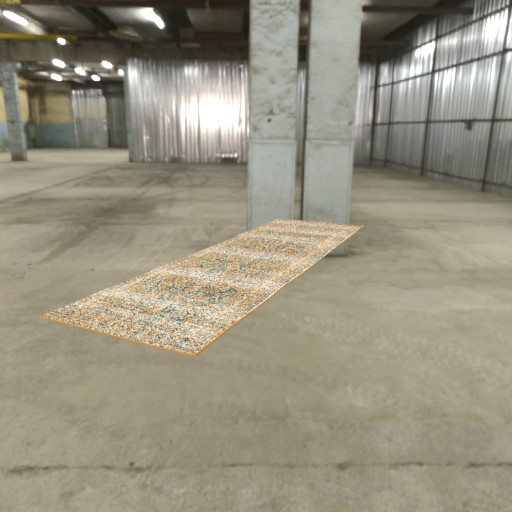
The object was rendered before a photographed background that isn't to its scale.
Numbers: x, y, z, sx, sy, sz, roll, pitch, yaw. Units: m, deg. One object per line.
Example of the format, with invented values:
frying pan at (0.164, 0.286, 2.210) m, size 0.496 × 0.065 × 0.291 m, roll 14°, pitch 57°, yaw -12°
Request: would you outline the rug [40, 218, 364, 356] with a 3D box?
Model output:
rug at (0.000, 0.000, 2.525) m, size 0.704 × 0.014 × 2.294 m, roll 7°, pitch 17°, yaw 25°
